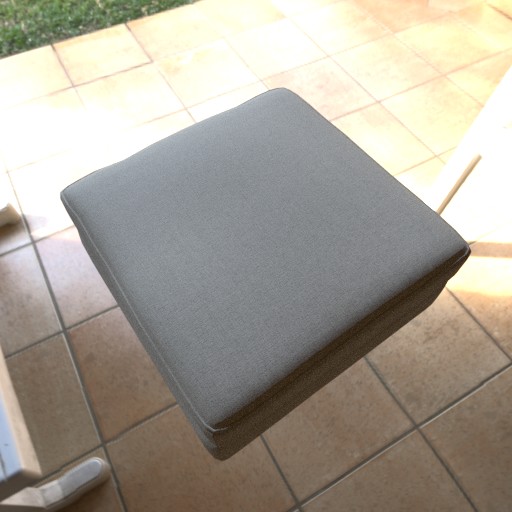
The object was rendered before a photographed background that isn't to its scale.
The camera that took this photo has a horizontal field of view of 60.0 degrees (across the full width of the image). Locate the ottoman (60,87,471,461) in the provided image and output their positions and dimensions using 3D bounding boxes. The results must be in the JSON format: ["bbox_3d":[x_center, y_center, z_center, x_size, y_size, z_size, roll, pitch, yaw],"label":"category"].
[{"bbox_3d":[0.000,0.000,1.363,0.838,0.503,0.838,-31,63,-18],"label":"ottoman"}]
